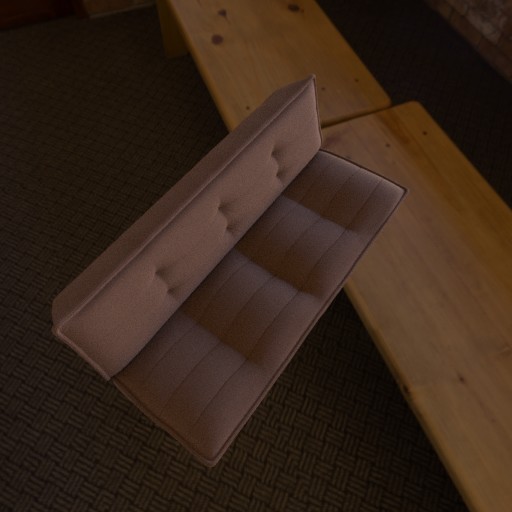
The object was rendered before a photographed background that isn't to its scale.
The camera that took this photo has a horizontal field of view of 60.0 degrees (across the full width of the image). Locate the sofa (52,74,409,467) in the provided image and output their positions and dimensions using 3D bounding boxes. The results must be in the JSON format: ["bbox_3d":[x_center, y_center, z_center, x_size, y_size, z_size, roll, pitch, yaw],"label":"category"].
[{"bbox_3d":[0.000,0.000,2.437,0.950,0.890,1.940,32,65,17],"label":"sofa"}]
